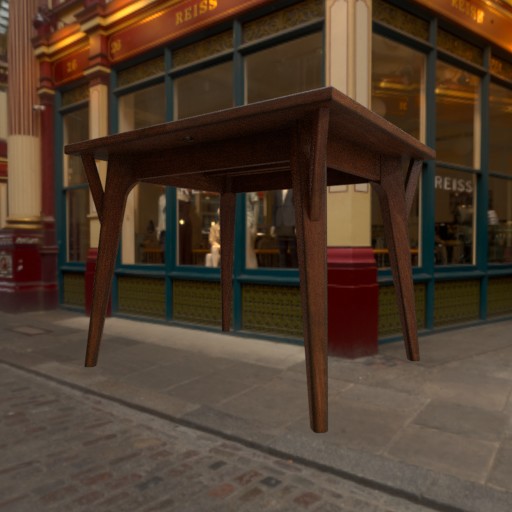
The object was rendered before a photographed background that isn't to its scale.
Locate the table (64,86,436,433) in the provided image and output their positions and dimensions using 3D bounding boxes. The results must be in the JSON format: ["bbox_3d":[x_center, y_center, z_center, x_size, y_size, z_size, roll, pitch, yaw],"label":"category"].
[{"bbox_3d":[0.000,0.000,1.557,0.991,0.761,0.838,1,3,36],"label":"table"}]
